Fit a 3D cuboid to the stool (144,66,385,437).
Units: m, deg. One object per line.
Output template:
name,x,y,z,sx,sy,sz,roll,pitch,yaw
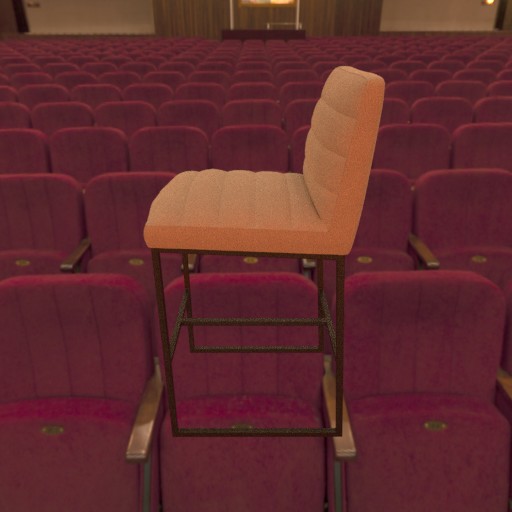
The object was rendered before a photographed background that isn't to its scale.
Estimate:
stool,0.000,0.000,1.366,0.573,1.061,0.464,0,26,0
